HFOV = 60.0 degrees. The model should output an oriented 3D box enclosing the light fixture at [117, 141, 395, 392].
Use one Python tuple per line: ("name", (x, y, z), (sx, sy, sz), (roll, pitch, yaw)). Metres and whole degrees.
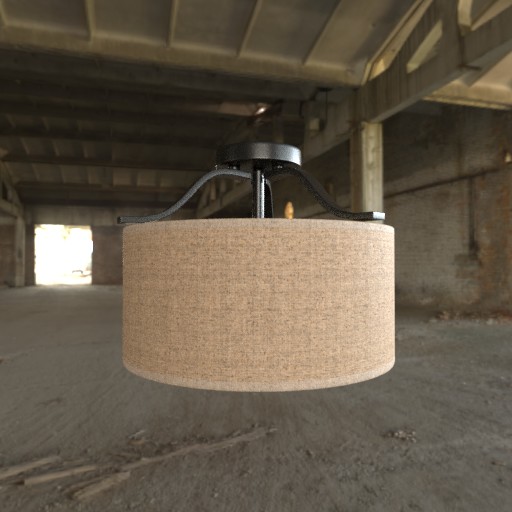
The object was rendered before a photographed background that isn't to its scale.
("light fixture", (0.000, 0.000, 0.652), (0.390, 0.306, 0.390), (0, -1, 0))
